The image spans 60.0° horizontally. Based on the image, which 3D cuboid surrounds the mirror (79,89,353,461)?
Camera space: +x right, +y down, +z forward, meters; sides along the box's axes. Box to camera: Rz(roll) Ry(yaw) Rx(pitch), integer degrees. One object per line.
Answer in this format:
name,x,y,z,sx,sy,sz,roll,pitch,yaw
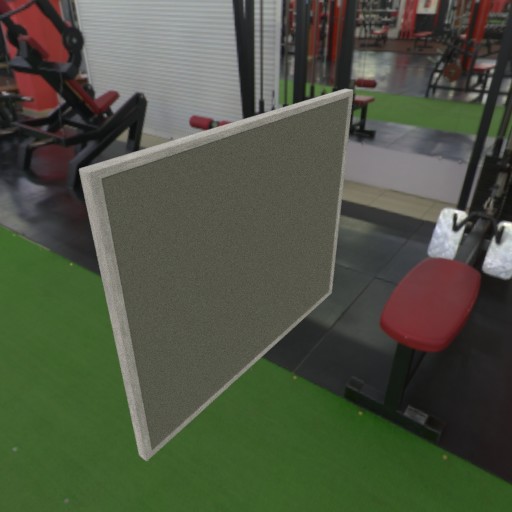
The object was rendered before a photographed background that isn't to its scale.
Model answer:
mirror,0.000,0.000,1.122,0.028,0.689,0.839,22,37,32
